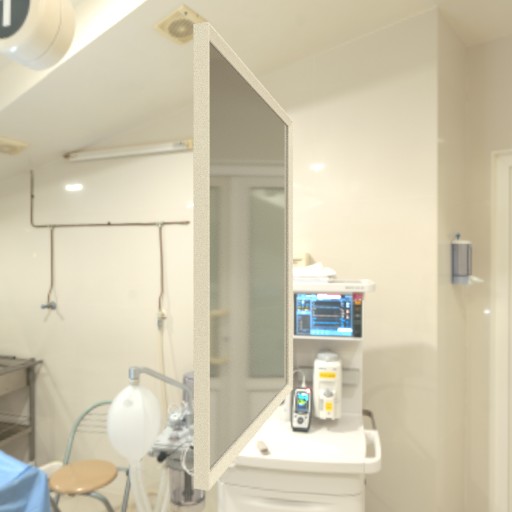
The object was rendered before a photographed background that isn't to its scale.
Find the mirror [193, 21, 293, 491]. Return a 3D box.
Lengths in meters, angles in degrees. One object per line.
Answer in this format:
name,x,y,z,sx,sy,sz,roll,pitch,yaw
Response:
mirror,0.000,0.000,1.326,0.041,1.016,0.762,0,0,19
